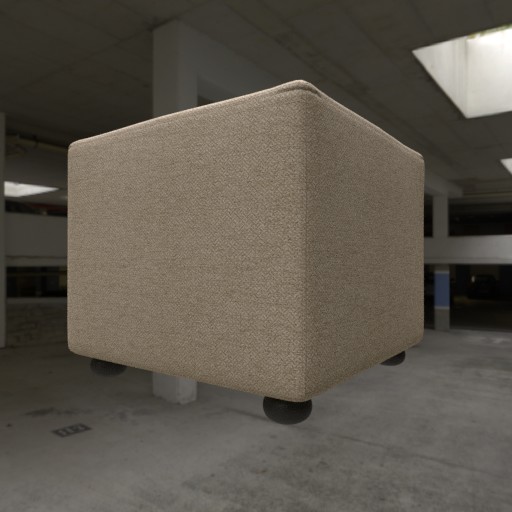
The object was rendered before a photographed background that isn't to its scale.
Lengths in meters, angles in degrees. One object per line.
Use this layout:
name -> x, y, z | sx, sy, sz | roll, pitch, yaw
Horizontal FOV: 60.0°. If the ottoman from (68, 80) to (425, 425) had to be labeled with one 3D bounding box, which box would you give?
ottoman -> 0.000, 0.000, 0.848 | 0.508, 0.432, 0.508 | 0, 0, 36
